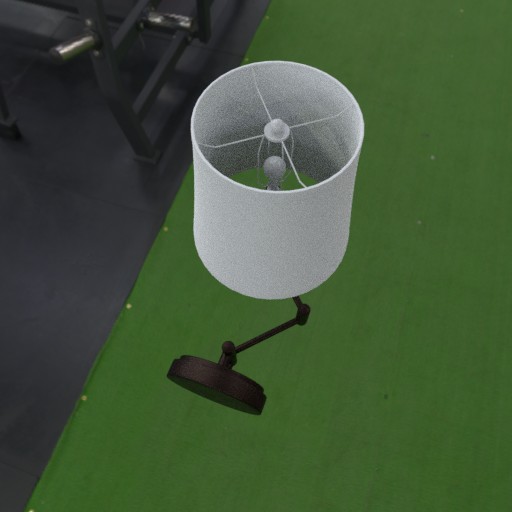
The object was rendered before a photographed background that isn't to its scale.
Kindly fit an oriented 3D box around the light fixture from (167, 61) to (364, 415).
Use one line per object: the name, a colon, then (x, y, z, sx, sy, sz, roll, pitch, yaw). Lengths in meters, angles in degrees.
light fixture: (0.000, 0.000, 0.268, 0.100, 0.172, 0.157, 18, 65, 9)
